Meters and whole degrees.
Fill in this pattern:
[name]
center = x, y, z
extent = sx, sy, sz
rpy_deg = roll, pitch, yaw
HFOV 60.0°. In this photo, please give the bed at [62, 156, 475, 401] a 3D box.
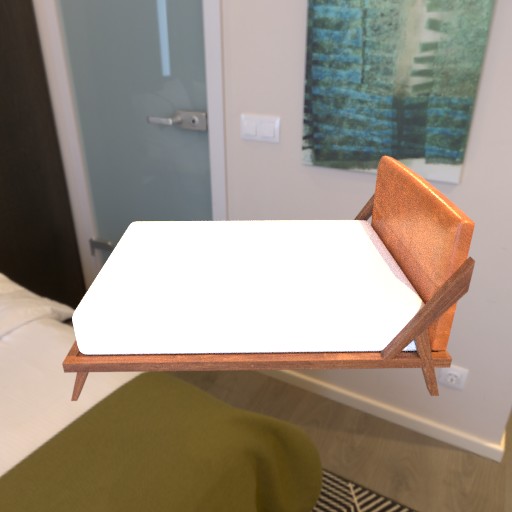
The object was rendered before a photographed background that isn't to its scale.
[bed]
center = 0.000, 0.000, 3.241
extent = 2.311, 1.168, 1.651
rpy_deg = 0, 26, -1
